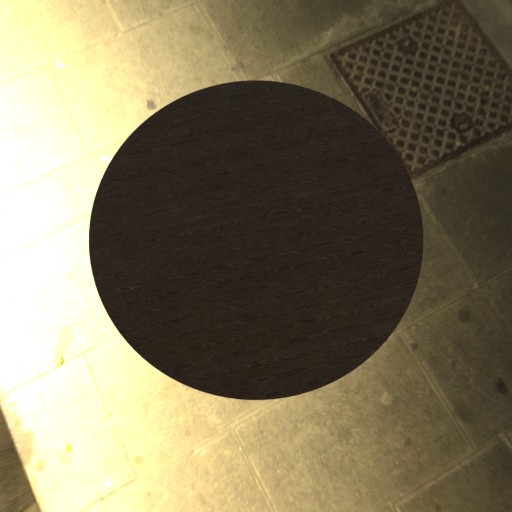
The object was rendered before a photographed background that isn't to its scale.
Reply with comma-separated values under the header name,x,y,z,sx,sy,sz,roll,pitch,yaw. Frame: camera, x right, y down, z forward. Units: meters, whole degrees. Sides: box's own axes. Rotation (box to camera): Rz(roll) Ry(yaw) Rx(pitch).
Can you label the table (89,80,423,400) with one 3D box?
name,x,y,z,sx,sy,sz,roll,pitch,yaw
table,0.000,0.000,1.781,1.053,0.786,1.053,0,76,0
